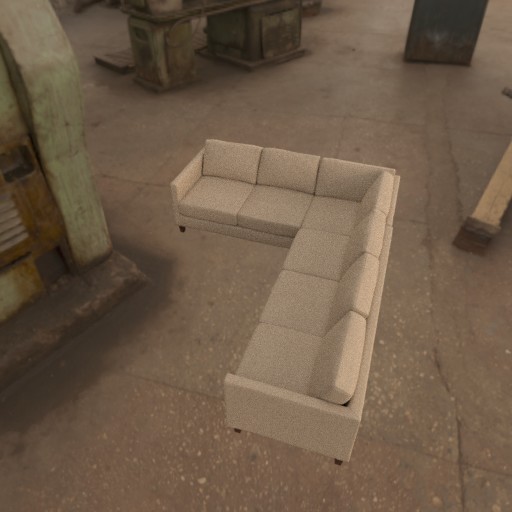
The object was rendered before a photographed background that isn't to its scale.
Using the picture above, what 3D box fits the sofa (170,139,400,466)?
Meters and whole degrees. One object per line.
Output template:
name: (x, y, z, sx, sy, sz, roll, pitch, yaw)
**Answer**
sofa: (0.000, 0.000, 4.336, 2.432, 0.863, 3.182, 12, 42, 14)
